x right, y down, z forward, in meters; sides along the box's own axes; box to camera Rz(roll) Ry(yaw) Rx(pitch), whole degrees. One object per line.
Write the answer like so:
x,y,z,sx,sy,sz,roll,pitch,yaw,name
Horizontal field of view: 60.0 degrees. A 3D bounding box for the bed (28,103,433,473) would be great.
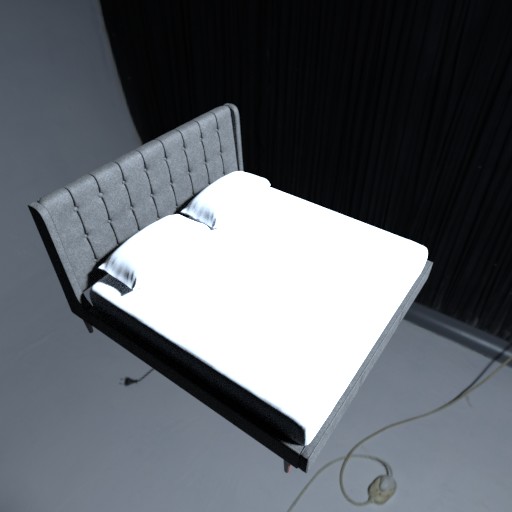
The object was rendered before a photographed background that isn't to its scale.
0.000,0.000,2.546,1.638,0.933,1.531,25,47,26,bed
